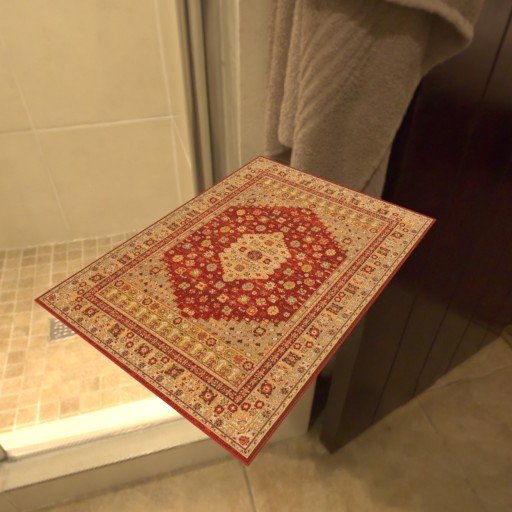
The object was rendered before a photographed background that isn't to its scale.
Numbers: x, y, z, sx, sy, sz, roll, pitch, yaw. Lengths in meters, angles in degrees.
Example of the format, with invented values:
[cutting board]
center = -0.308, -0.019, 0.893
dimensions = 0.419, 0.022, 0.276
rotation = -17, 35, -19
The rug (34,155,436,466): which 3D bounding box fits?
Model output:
[rug]
center = 0.000, 0.000, 2.903
dimensions = 1.593, 0.013, 2.211
rotation = 26, 47, 27
